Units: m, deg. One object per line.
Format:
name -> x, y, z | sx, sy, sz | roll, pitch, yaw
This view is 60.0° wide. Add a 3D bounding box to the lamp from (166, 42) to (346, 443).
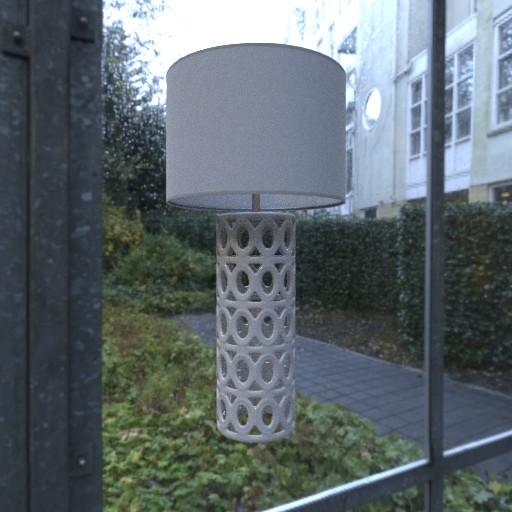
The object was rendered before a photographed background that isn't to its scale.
lamp -> 0.000, 0.000, 0.821 | 0.324, 0.636, 0.325 | 0, 1, -17
